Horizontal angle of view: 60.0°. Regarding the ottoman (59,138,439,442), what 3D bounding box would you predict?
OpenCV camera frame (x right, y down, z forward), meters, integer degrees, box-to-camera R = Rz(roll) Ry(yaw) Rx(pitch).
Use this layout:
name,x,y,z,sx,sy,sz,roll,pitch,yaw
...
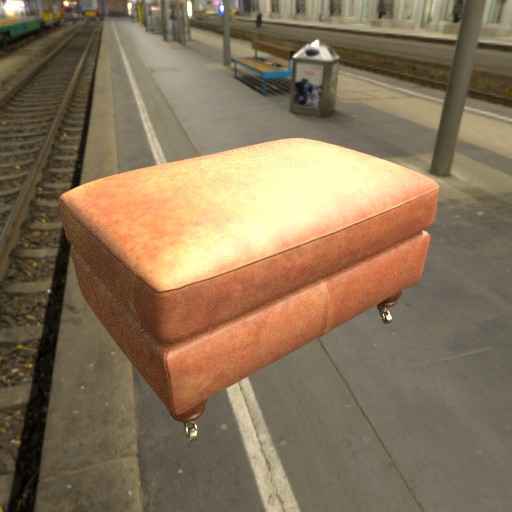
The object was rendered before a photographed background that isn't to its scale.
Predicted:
name,x,y,z,sx,sy,sz,roll,pitch,yaw
ottoman,0.000,0.000,1.210,0.852,0.507,0.565,-21,35,-32
